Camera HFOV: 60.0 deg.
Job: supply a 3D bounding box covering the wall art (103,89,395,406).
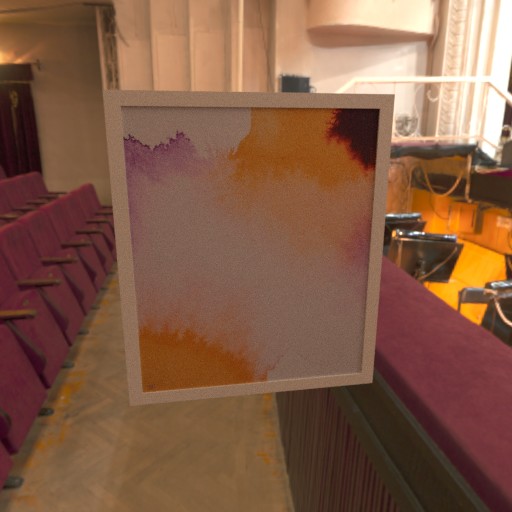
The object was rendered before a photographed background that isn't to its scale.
[{"bbox_3d":[0.000,0.000,0.801,0.482,0.557,0.012,-3,15,-9],"label":"wall art"}]
